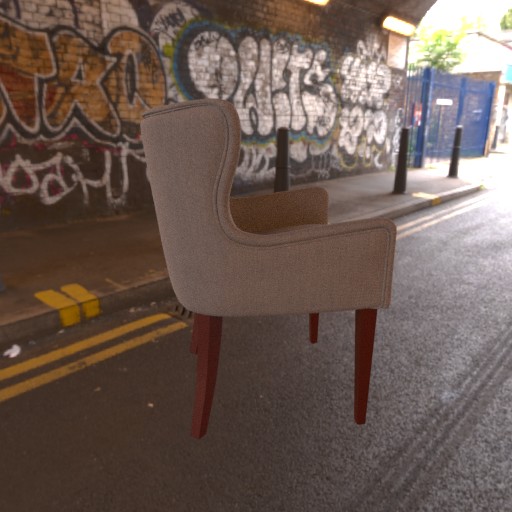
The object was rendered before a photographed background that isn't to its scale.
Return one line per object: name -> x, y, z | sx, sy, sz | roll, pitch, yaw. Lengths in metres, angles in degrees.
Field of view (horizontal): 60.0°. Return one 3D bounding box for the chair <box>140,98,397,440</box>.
chair -> 0.000, 0.000, 1.456 | 0.677, 0.948, 0.732 | -2, 17, -8
